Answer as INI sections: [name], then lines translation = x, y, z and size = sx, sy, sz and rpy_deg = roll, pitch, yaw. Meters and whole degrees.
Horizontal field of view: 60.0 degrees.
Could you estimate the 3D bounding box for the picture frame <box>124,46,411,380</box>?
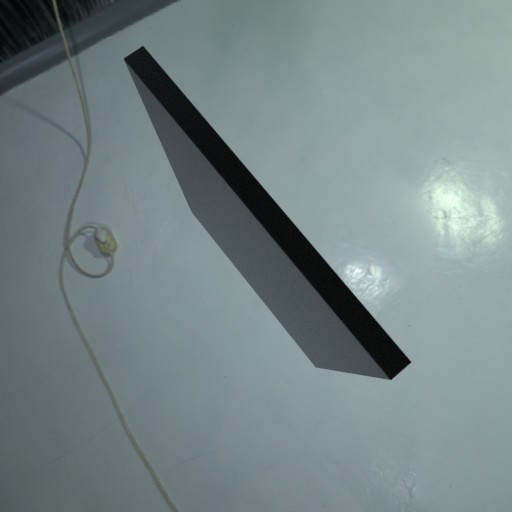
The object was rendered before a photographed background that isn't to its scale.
[picture frame]
translation = 0.000, 0.000, 0.748
size = 0.028, 0.556, 0.460
rpy_deg = -38, 80, -8
